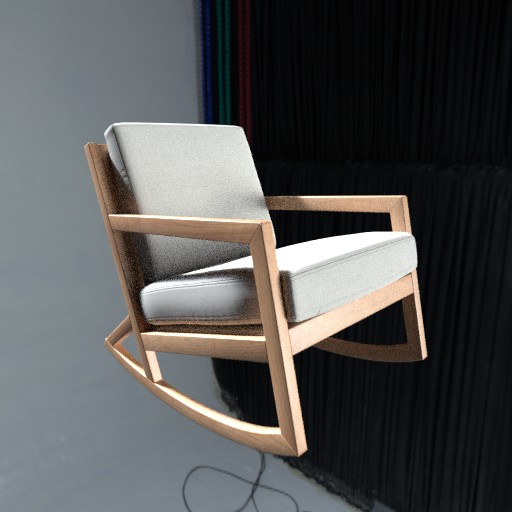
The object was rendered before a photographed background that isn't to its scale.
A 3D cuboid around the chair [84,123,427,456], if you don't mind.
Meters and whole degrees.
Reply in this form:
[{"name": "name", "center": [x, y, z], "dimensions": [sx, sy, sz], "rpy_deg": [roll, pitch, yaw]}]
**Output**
[{"name": "chair", "center": [0.000, 0.000, 1.355], "dimensions": [0.857, 0.790, 0.622], "rpy_deg": [14, 20, 43]}]
